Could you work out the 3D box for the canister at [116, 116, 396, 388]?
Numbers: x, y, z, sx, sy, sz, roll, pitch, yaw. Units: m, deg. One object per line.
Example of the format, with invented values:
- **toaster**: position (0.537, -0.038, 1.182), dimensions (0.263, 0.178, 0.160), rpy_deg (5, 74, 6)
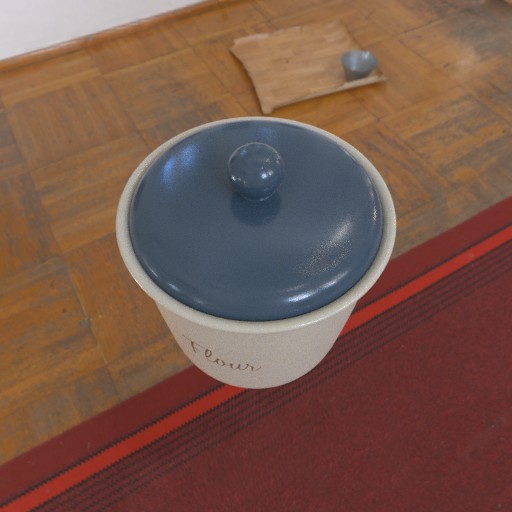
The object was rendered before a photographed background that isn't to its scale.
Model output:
- **canister**: position (0.000, 0.000, 0.339), dimensions (0.182, 0.208, 0.182), rpy_deg (0, 55, 0)
